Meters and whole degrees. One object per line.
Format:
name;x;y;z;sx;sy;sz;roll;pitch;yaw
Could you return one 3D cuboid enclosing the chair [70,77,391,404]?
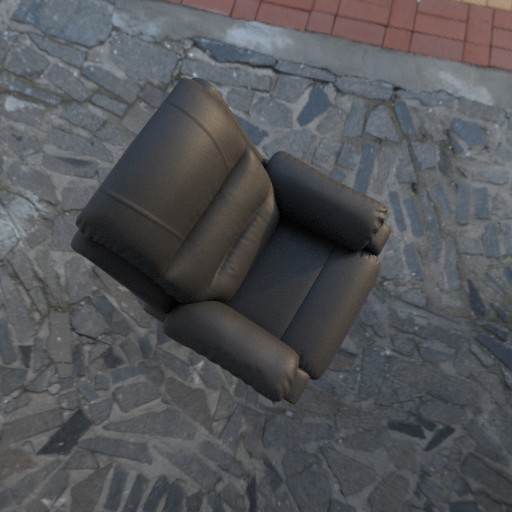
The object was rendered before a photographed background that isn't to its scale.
chair;0.000;0.000;1.702;0.919;0.992;0.855;30;77;8
